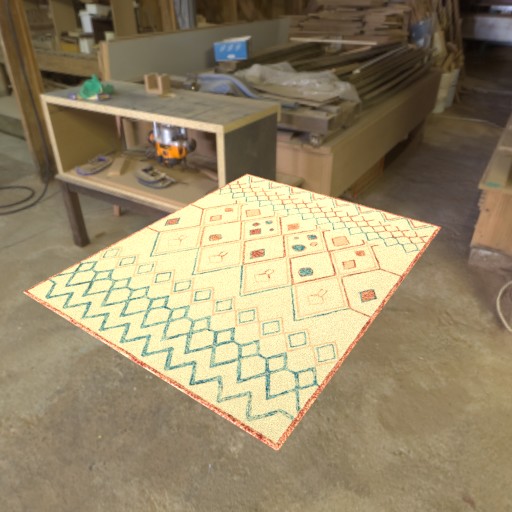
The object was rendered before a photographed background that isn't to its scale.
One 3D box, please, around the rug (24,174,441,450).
[{"bbox_3d":[0.000,0.000,4.027,2.441,0.016,3.050,21,38,29],"label":"rug"}]
